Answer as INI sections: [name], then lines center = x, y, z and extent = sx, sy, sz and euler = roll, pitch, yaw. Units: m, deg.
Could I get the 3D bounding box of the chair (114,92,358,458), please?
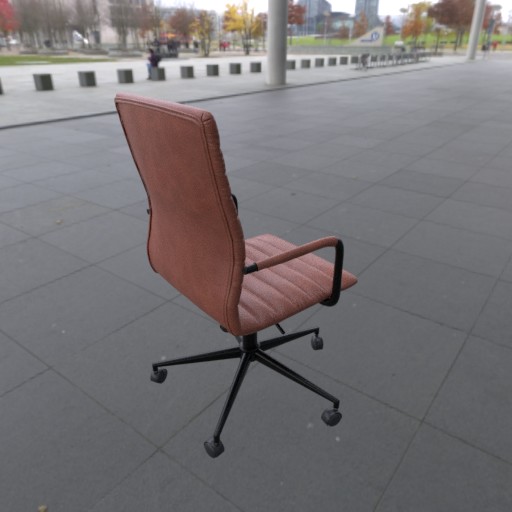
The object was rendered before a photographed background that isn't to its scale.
[chair]
center = 0.000, 0.000, 1.242
extent = 0.578, 0.878, 0.600
euler = -19, 32, -34
